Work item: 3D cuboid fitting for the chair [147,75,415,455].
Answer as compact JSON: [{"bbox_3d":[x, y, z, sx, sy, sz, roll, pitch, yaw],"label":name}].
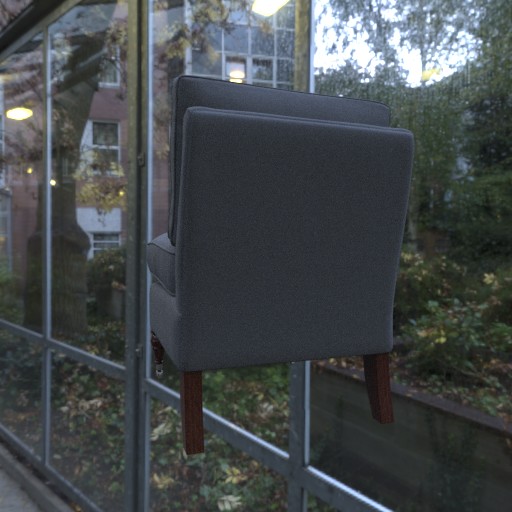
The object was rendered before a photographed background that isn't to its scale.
[{"bbox_3d":[0.000,0.000,1.637,0.724,1.045,0.924,0,1,-20],"label":"chair"}]
